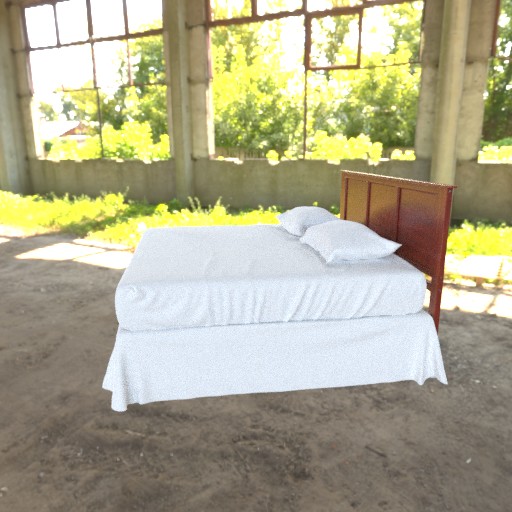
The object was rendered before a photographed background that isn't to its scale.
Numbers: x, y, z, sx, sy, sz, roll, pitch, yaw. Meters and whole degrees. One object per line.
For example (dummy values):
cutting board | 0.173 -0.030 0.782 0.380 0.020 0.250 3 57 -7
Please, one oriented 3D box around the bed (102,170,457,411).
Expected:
bed | 0.000 0.000 3.634 2.219 1.271 2.314 -2 14 -8
